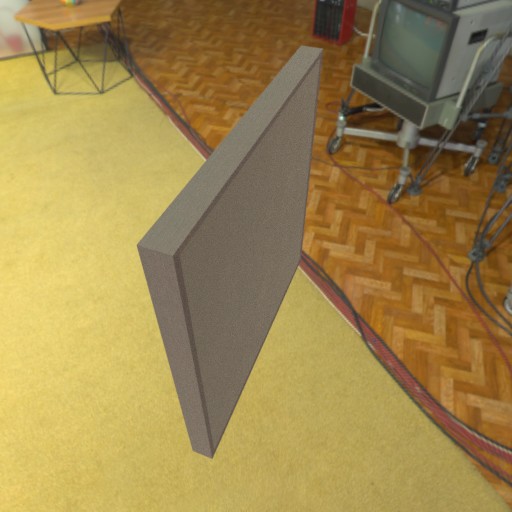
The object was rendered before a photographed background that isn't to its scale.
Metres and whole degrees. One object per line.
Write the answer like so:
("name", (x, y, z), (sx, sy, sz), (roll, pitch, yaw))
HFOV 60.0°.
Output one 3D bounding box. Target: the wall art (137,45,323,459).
("wall art", (0.000, 0.000, 0.752), (0.038, 0.506, 0.508), (16, 48, 15))
